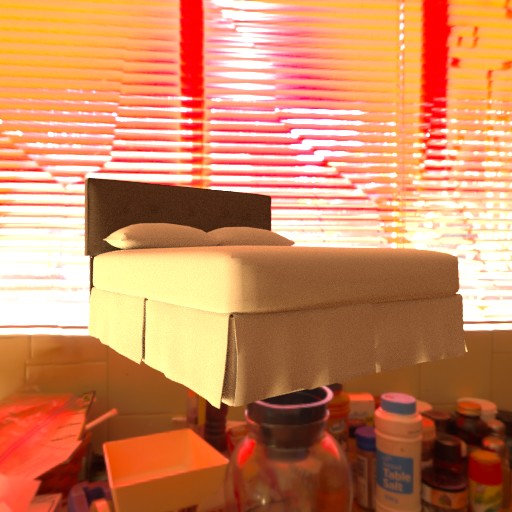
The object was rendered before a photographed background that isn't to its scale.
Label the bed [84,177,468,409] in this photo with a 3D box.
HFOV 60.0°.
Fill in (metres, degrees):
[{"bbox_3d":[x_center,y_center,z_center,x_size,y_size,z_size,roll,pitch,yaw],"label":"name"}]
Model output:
[{"bbox_3d":[0.000,0.000,2.752,1.610,1.089,1.894,0,0,-35],"label":"bed"}]
